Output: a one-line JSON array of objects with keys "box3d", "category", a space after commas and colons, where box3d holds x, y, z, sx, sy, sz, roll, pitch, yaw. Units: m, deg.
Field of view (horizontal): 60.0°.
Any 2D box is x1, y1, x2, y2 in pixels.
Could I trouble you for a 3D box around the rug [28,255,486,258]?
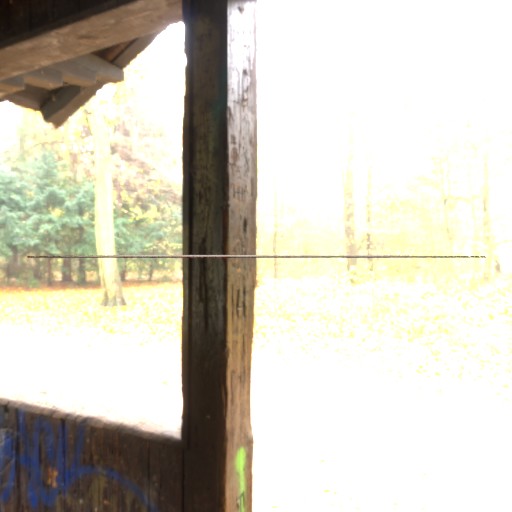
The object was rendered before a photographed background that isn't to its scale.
[{"box3d": [0.000, 0.000, 4.373, 3.274, 0.015, 2.439, 0, 0, -1], "category": "rug"}]
